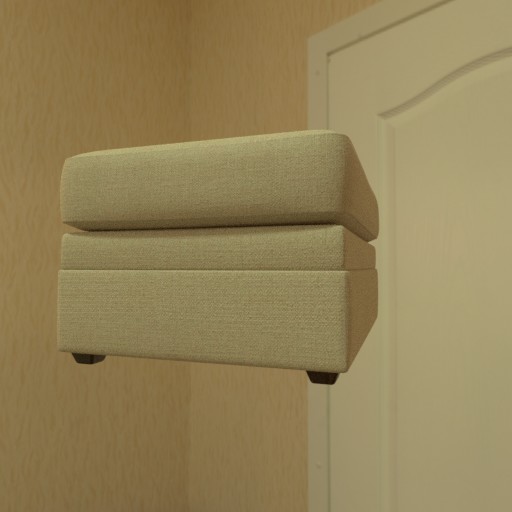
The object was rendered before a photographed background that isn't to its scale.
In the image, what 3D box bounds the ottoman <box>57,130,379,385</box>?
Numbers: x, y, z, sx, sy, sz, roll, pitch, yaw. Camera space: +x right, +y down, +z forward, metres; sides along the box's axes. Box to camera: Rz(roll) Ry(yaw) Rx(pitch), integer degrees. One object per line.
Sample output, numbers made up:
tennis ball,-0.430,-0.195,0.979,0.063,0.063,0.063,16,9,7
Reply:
ottoman,0.000,0.000,1.243,0.637,0.478,0.885,0,-1,19
